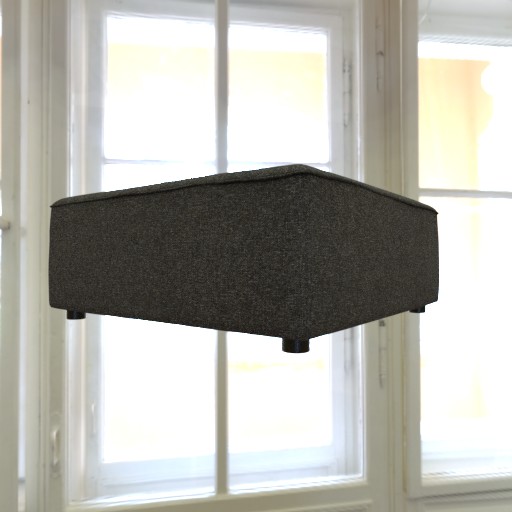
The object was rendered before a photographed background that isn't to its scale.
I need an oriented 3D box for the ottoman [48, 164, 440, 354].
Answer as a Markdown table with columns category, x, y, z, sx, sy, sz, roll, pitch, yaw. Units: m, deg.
| category | x | y | z | sx | sy | sz | roll | pitch | yaw |
| --- | --- | --- | --- | --- | --- | --- | --- | --- | --- |
| ottoman | 0.000 | 0.000 | 1.579 | 1.017 | 0.423 | 1.021 | 0 | 0 | 37 |
